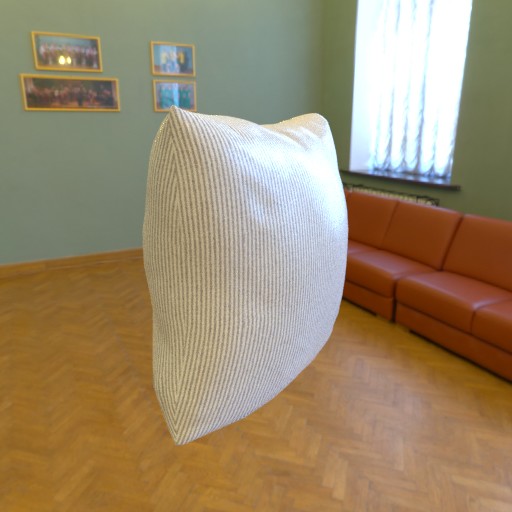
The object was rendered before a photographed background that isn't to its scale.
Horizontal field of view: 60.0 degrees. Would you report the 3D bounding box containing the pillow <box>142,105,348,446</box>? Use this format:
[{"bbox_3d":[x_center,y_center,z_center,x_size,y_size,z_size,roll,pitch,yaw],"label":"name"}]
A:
[{"bbox_3d":[0.000,0.000,0.689,0.387,0.432,0.310,-9,18,-28],"label":"pillow"}]
